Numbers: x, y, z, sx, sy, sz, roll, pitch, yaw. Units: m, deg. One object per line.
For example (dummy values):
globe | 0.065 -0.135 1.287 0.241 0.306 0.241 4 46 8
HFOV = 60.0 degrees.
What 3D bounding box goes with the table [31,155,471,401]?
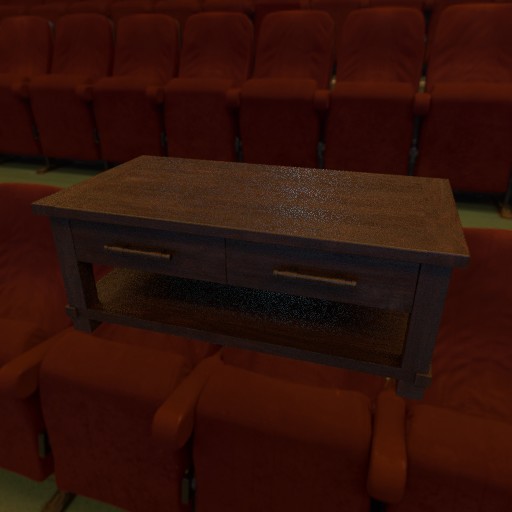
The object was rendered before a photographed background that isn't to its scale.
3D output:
table | 0.000 0.000 1.609 1.270 0.494 0.700 8 27 16
